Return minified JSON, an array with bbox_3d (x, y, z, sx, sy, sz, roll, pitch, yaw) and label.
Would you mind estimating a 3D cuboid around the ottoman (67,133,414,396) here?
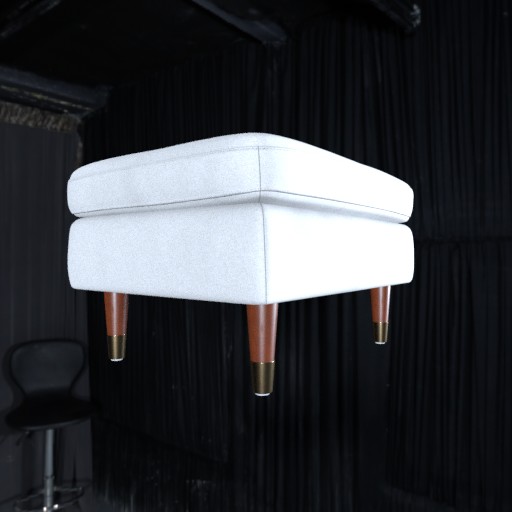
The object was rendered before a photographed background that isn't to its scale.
[{"bbox_3d":[0.000,0.000,1.113,0.593,0.478,0.747,0,0,37],"label":"ottoman"}]
